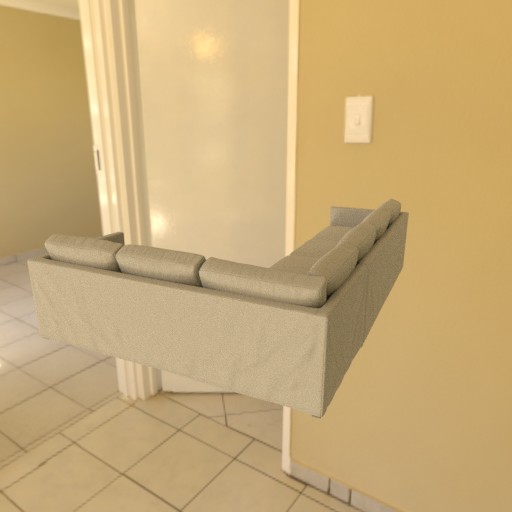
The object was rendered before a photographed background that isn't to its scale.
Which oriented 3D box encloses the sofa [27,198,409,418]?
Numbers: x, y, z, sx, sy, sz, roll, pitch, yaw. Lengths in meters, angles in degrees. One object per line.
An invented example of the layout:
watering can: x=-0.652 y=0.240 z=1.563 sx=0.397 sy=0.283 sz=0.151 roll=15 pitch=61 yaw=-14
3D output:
sofa: x=0.000 y=0.000 z=4.364 sx=2.432 sy=0.871 sz=3.182 roll=8 pitch=19 yaw=24
